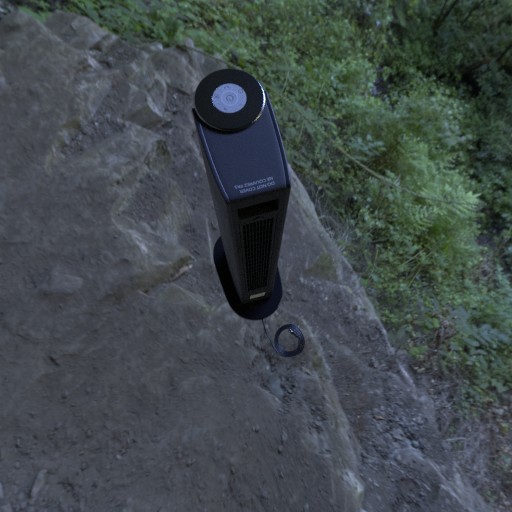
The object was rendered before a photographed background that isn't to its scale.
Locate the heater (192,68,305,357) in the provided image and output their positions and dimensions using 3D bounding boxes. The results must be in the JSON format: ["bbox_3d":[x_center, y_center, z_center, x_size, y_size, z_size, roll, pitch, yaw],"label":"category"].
[{"bbox_3d":[0.000,0.000,1.046,0.214,0.856,0.458,-15,74,-4],"label":"heater"}]
